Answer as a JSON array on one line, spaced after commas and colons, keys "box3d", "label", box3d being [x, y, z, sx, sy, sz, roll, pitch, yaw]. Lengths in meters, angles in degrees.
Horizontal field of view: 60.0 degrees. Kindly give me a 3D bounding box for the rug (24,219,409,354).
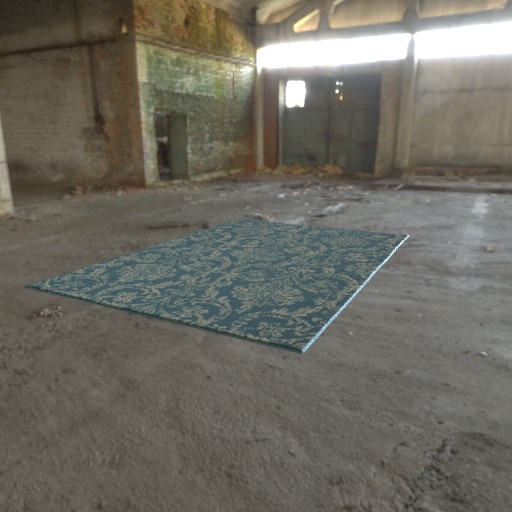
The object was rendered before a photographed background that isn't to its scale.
[{"box3d": [0.000, 0.000, 2.882, 1.554, 0.012, 2.205, 8, 17, 27], "label": "rug"}]
